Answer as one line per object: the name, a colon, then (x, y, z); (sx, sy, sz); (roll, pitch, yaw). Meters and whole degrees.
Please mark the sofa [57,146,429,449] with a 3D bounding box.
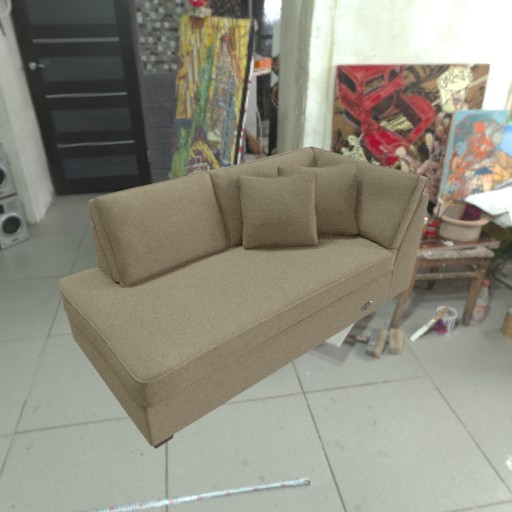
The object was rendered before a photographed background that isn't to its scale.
sofa: (0.000, 0.000, 2.892); (2.237, 1.033, 1.110); (-22, 37, -33)
